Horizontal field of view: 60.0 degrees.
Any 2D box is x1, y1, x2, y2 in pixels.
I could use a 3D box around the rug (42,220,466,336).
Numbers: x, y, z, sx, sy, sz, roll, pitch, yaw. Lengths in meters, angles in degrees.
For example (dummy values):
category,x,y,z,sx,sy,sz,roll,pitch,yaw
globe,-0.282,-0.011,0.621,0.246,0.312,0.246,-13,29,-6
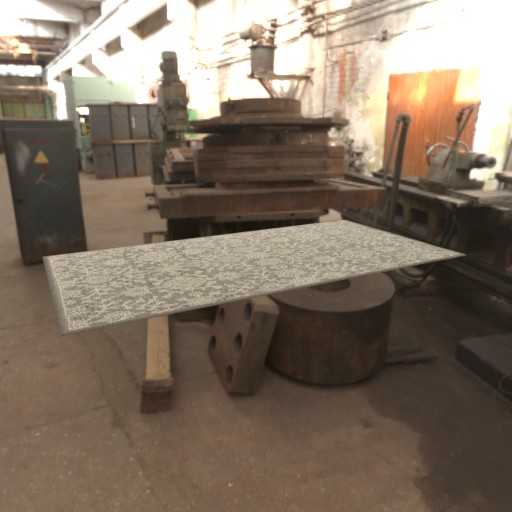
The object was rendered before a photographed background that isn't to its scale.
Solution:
category,x,y,z,sx,sy,sz,roll,pitch,yaw
rug,0.000,0.000,3.574,3.048,0.011,1.546,-9,19,-27
